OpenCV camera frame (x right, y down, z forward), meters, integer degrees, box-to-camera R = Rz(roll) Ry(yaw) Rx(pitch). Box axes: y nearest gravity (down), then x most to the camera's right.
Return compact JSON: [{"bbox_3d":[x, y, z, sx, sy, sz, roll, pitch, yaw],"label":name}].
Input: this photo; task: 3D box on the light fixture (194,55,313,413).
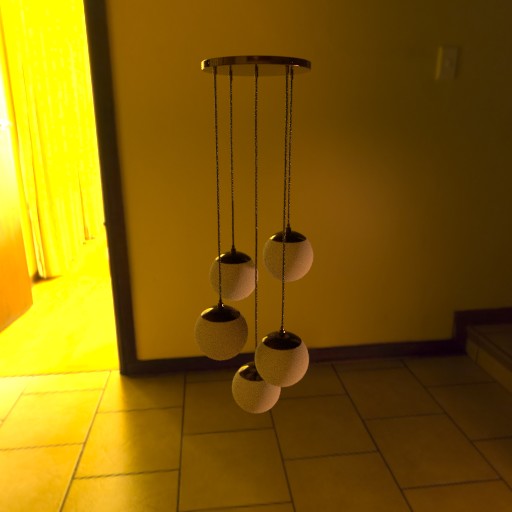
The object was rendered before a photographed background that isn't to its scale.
[{"bbox_3d":[0.000,0.000,1.581,0.489,1.271,0.484,-8,19,-26],"label":"light fixture"}]
